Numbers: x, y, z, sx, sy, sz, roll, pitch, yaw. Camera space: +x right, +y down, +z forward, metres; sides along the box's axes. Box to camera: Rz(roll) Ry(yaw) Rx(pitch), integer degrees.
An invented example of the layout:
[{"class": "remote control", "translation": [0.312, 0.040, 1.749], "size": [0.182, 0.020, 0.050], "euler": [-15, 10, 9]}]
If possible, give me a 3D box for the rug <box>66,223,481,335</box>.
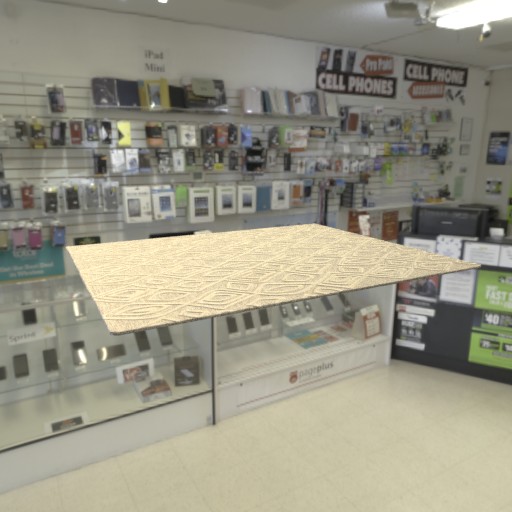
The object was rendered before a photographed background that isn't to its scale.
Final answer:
[{"class": "rug", "translation": [0.000, 0.000, 4.097], "size": [3.049, 0.025, 2.449], "euler": [-7, 15, -27]}]
